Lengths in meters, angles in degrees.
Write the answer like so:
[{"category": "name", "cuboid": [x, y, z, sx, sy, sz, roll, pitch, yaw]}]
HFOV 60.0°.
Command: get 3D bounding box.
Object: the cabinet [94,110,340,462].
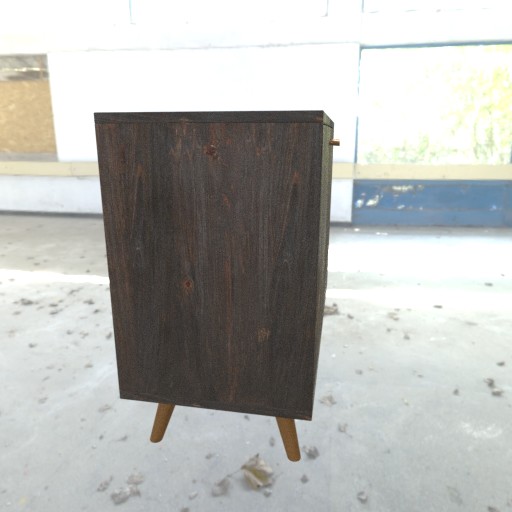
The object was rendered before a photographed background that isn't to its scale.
[{"category": "cabinet", "cuboid": [0.000, 0.000, 1.519, 0.529, 0.897, 1.023, 3, 16, 10]}]
